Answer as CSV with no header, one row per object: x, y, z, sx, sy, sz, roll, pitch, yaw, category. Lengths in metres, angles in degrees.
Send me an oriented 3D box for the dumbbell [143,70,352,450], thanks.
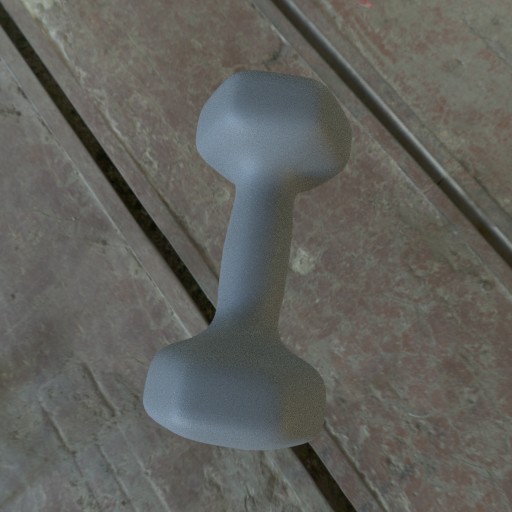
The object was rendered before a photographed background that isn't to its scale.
0.000,0.000,0.233,0.090,0.081,0.184,9,75,2,dumbbell
